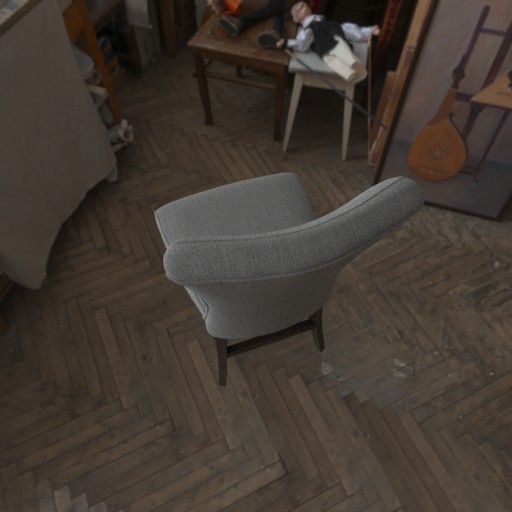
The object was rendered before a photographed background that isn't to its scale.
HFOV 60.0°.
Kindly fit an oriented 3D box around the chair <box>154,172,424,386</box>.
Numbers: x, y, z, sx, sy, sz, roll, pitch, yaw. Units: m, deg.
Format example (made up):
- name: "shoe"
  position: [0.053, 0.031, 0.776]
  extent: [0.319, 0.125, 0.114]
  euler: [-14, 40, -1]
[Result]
- name: "chair"
  position: [0.000, 0.000, 1.348]
  extent: [0.520, 0.991, 0.660]
  euler: [-17, 60, -10]
